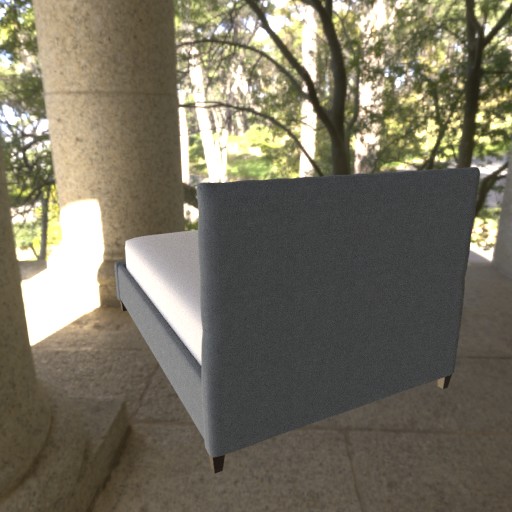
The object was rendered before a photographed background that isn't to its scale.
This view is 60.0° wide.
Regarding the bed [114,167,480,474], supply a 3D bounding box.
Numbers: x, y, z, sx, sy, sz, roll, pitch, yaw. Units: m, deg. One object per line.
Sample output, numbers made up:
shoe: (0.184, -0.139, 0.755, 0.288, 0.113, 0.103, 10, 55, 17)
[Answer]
bed: (0.000, 0.000, 3.299, 1.698, 1.411, 2.335, -8, 18, -26)
